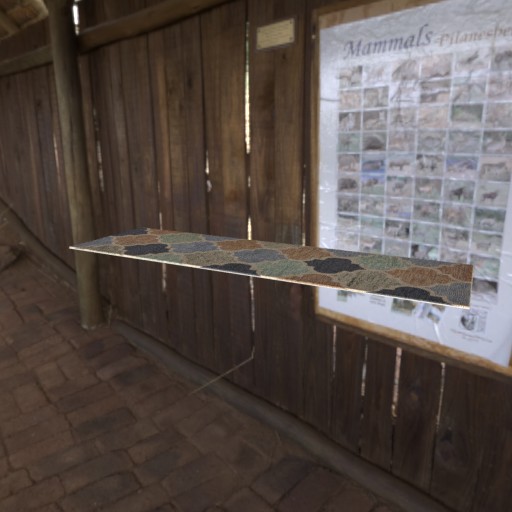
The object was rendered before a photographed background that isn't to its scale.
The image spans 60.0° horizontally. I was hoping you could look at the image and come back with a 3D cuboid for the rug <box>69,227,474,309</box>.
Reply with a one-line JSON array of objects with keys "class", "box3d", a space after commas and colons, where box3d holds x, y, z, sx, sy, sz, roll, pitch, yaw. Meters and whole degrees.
[{"class": "rug", "box3d": [0.000, 0.000, 2.592, 2.287, 0.011, 0.687, 7, 17, 25]}]
